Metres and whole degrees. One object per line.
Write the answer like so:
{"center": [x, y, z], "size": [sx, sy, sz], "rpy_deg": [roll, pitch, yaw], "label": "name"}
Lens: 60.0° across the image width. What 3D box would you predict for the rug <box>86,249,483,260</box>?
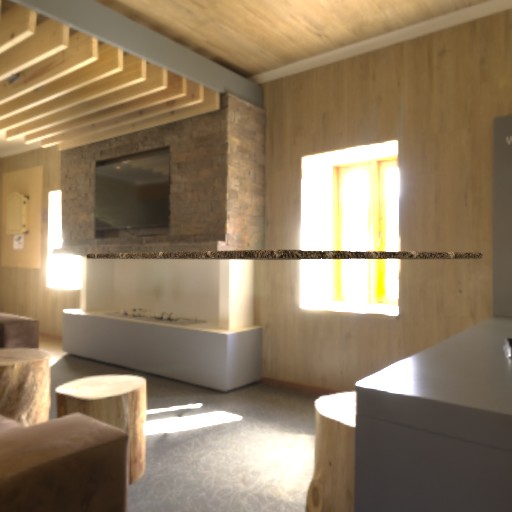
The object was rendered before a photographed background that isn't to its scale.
{"center": [0.000, 0.000, 2.326], "size": [1.219, 0.030, 1.778], "rpy_deg": [0, 0, -37], "label": "rug"}
